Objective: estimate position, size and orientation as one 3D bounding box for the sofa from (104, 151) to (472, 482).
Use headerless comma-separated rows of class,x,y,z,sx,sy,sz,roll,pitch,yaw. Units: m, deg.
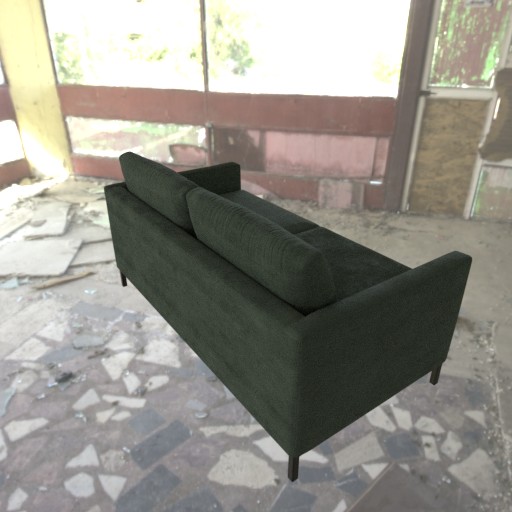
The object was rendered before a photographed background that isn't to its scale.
sofa,0.000,0.000,2.126,0.875,0.817,1.676,-18,32,-31
